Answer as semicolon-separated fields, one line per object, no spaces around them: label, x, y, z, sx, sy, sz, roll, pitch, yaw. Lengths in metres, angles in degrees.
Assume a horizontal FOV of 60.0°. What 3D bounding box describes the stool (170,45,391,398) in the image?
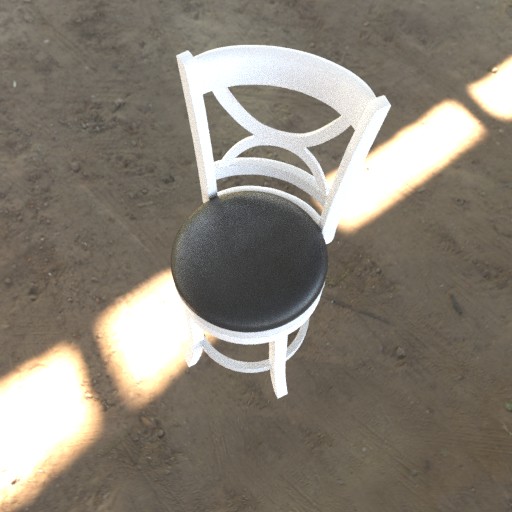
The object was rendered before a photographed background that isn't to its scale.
stool;0.000;0.000;1.225;0.444;0.953;0.508;17;62;9
